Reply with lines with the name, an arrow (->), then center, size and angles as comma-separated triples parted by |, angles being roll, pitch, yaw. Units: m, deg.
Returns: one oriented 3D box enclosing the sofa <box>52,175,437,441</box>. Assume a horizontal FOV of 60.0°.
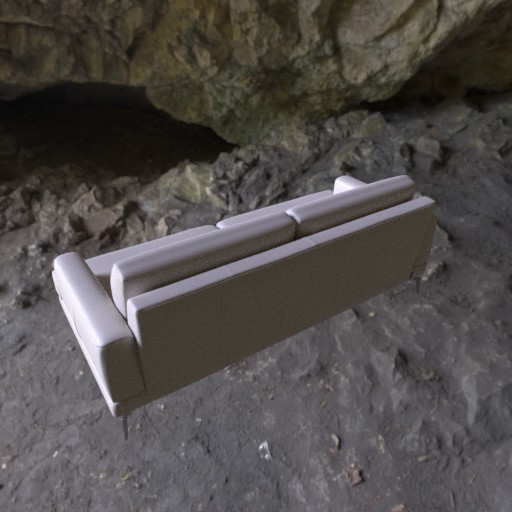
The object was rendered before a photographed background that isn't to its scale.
sofa -> 0.000, 0.000, 2.407 | 1.940, 0.765, 0.974 | -19, 37, -28
